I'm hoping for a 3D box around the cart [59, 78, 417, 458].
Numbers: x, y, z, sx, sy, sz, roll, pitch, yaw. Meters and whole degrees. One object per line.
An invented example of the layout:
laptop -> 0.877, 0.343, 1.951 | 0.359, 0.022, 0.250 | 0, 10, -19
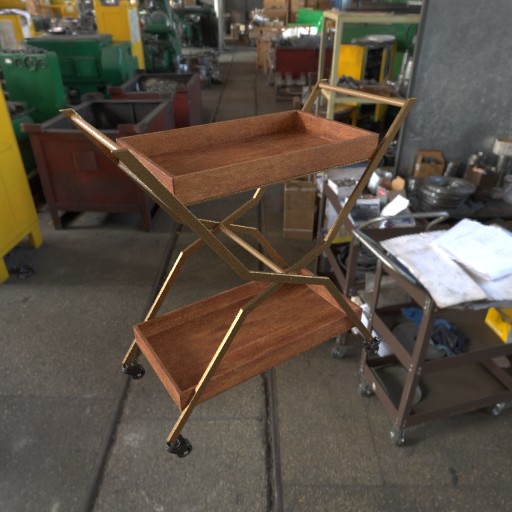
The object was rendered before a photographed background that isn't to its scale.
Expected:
cart -> 0.000, 0.000, 1.304 | 0.836, 0.869, 0.405 | -19, 36, -29
